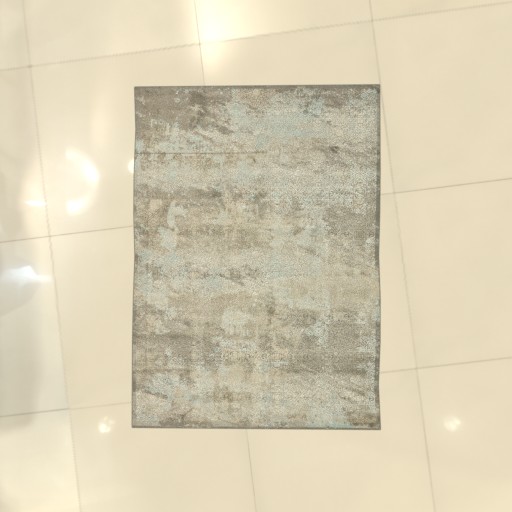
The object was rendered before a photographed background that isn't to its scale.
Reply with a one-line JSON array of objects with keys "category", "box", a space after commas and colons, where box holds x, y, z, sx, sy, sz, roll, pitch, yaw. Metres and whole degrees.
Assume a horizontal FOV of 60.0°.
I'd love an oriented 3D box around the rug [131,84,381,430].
[{"category": "rug", "box": [0.000, 0.000, 4.264, 2.393, 0.013, 3.307, 0, 89, 1]}]
